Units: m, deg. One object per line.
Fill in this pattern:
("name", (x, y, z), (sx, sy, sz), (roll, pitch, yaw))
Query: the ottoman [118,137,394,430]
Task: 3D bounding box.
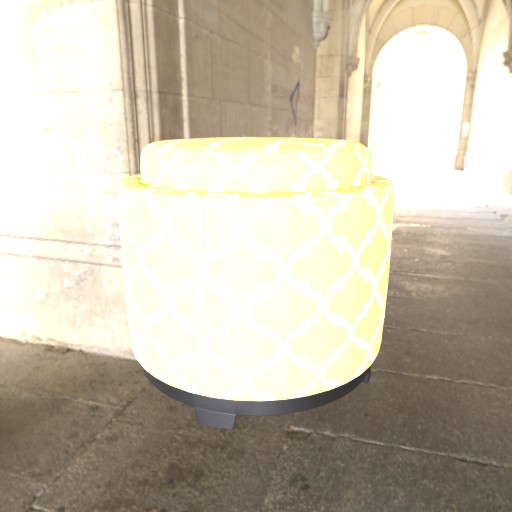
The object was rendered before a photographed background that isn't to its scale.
("ottoman", (0.000, 0.000, 0.831), (0.480, 0.429, 0.480), (0, 16, 0))
